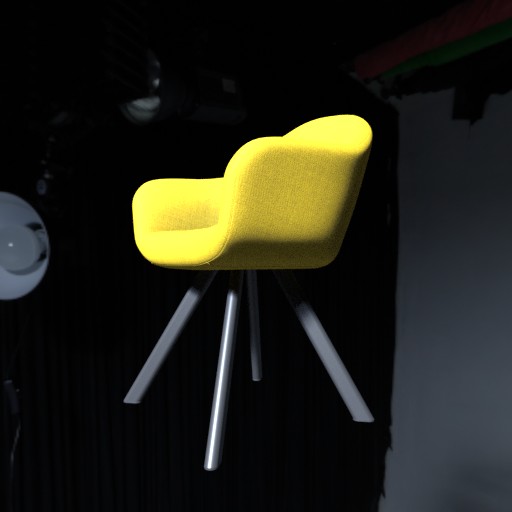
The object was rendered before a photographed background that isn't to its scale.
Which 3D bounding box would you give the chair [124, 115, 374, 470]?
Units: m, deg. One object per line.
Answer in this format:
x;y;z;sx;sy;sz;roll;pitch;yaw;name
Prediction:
0.000;0.000;1.173;0.550;0.795;0.590;0;-1;-34;chair
